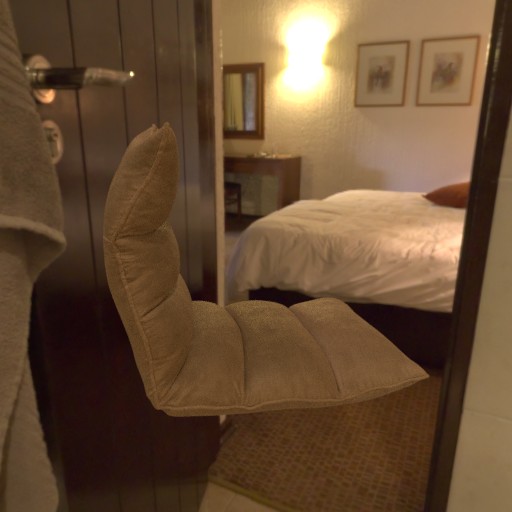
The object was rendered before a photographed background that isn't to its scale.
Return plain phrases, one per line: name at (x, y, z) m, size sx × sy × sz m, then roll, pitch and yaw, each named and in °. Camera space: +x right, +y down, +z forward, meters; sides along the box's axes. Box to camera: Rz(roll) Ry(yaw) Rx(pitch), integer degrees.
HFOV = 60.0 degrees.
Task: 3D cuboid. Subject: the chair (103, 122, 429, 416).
chair at (0.000, 0.000, 1.554) m, size 0.985 × 0.892 × 0.714 m, roll -3°, pitch 17°, yaw -11°
